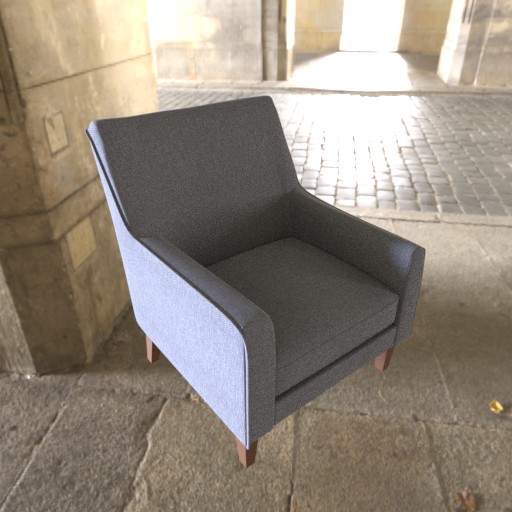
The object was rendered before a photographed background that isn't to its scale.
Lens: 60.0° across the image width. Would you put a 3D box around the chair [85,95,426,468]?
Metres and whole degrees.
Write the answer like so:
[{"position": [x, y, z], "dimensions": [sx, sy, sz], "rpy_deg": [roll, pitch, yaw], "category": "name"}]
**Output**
[{"position": [0.000, 0.000, 1.598], "dimensions": [0.780, 0.919, 0.899], "rpy_deg": [-21, 36, -32], "category": "chair"}]
